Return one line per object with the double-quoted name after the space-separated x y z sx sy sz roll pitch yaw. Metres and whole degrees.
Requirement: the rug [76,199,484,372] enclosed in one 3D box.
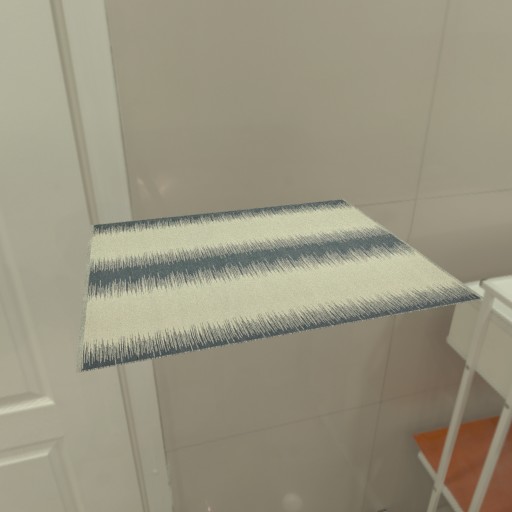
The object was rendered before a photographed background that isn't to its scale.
0.000 0.000 4.146 3.037 0.004 2.453 -7 28 -15 "rug"
